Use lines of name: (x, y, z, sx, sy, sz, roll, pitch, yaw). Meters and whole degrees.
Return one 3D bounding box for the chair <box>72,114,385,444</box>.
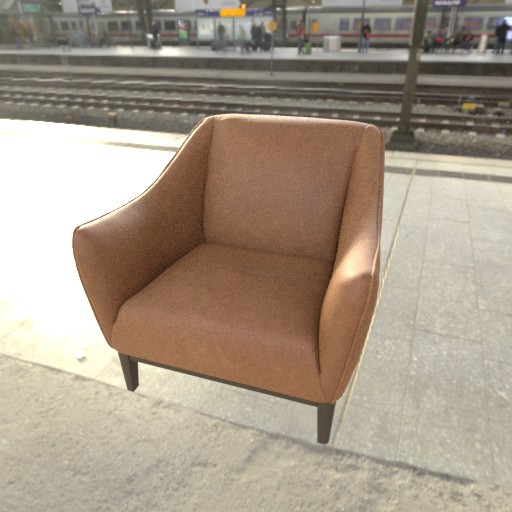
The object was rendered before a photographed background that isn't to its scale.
chair: (0.000, 0.000, 1.564, 0.871, 0.830, 0.852, 9, 28, 17)
